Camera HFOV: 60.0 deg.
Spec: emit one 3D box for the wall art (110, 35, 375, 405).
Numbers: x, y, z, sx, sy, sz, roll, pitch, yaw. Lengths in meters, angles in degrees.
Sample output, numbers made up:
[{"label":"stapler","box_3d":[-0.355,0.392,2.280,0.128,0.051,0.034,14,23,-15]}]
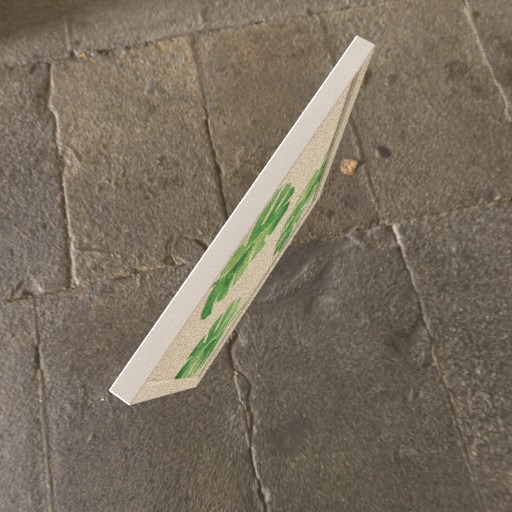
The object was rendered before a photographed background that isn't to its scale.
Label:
[{"label":"wall art","box_3d":[0.000,0.000,1.119,0.040,0.762,0.762,32,78,8]}]
